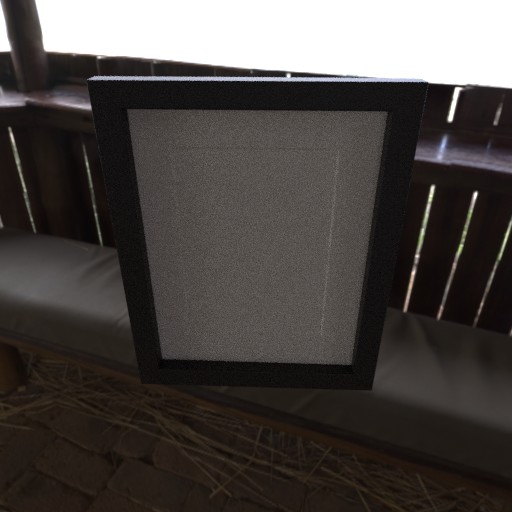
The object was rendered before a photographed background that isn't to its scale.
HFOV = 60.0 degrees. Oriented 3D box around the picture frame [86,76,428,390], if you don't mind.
[{"bbox_3d":[0.000,0.000,0.508,0.307,0.383,0.036,1,30,2],"label":"picture frame"}]
